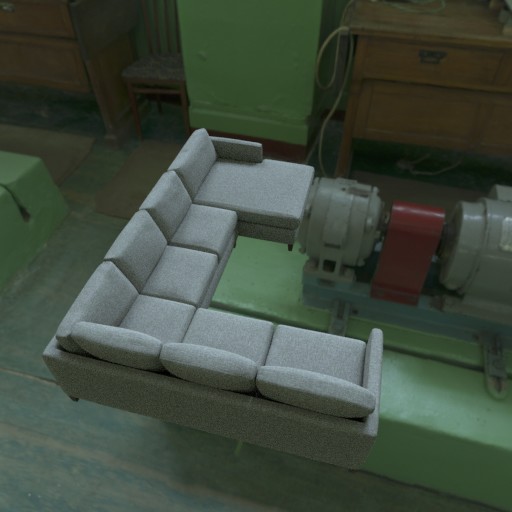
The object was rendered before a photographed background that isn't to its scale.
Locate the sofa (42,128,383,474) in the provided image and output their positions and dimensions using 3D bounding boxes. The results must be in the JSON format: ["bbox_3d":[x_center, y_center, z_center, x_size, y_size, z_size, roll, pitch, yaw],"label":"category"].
[{"bbox_3d":[0.000,0.000,4.527,2.593,0.959,3.460,10,46,10],"label":"sofa"}]
